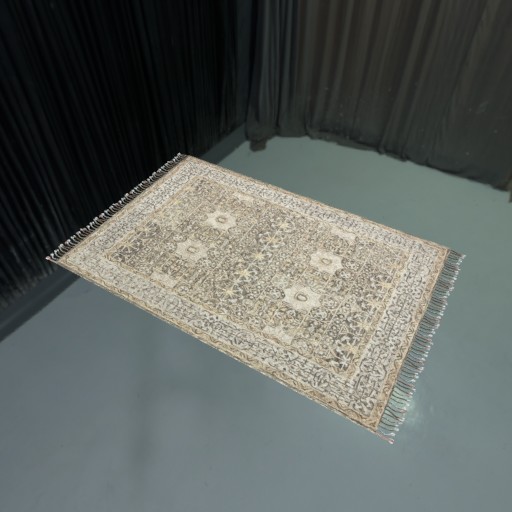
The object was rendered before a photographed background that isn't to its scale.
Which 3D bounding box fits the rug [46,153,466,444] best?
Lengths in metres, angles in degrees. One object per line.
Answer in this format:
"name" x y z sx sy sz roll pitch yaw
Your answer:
"rug" 0.000 0.000 2.493 2.029 0.010 1.237 23 50 21
